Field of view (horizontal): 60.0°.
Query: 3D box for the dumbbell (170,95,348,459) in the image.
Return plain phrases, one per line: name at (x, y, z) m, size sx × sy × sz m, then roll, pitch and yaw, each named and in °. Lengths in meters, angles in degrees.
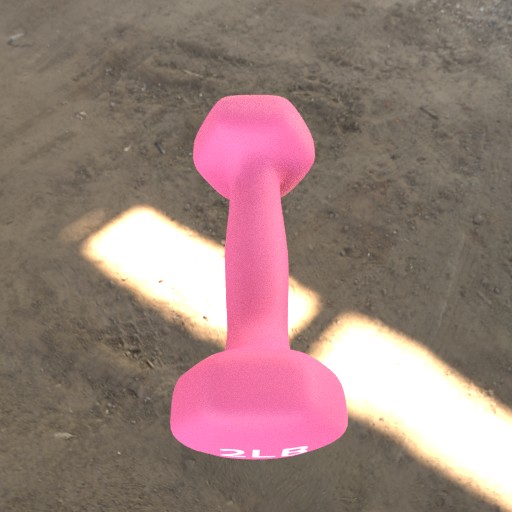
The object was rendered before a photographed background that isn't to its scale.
dumbbell at (0.000, 0.000, 0.177) m, size 0.058 × 0.053 × 0.146 m, roll 0°, pitch 57°, yaw 0°
